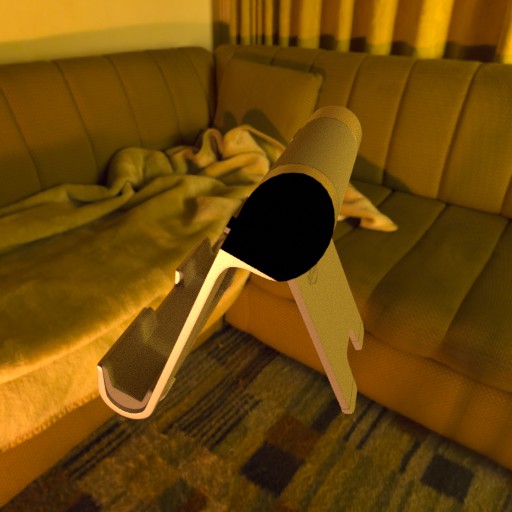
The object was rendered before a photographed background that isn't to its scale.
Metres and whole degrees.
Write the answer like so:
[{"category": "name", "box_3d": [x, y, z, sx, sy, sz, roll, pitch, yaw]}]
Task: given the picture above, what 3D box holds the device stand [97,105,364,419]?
[{"category": "device stand", "box_3d": [0.000, 0.000, 0.150, 0.079, 0.084, 0.086, 8, 32, 14]}]
